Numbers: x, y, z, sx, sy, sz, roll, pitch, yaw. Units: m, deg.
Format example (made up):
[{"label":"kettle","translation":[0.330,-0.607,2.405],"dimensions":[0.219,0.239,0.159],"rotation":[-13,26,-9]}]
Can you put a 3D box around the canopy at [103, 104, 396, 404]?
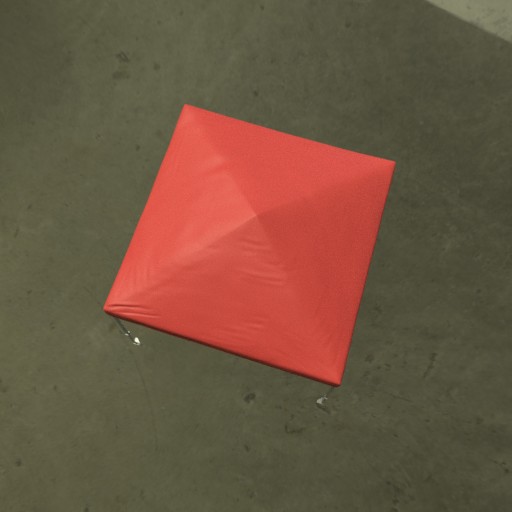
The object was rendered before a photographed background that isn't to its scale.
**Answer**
[{"label":"canopy","translation":[0.000,0.000,5.310],"dimensions":[2.849,2.849,2.848],"rotation":[17,76,4]}]
